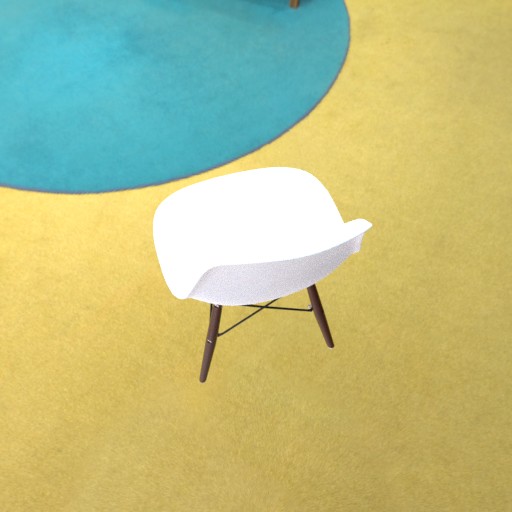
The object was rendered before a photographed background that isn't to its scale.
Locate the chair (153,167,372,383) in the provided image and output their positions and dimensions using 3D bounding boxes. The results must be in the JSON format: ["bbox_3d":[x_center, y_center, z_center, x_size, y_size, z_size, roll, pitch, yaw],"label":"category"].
[{"bbox_3d":[0.000,0.000,1.120,0.470,0.826,0.533,-15,59,-9],"label":"chair"}]
